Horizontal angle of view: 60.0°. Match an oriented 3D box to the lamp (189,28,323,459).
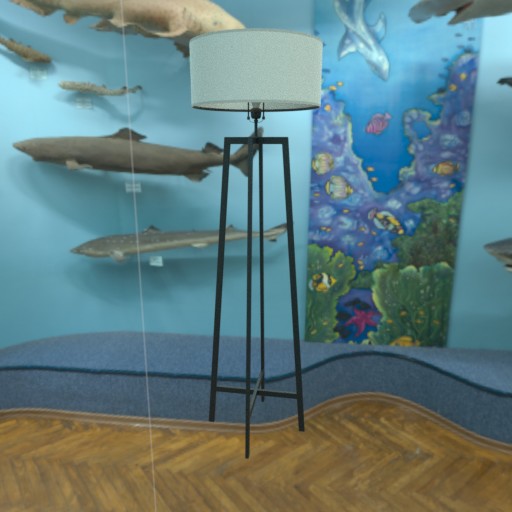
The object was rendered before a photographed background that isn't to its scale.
[{"bbox_3d":[0.000,0.000,1.722,0.457,1.510,0.456,2,15,9],"label":"lamp"}]
